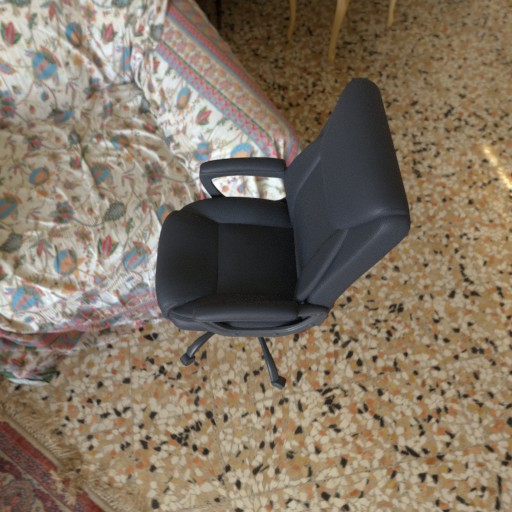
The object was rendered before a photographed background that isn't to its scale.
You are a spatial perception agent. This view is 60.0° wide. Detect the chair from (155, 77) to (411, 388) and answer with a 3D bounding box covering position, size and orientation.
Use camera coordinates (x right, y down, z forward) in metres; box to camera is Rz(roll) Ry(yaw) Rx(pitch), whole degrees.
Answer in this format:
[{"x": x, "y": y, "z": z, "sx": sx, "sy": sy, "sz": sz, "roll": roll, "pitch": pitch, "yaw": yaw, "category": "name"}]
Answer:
[{"x": 0.000, "y": 0.000, "z": 1.458, "sx": 0.655, "sy": 1.072, "sz": 0.615, "roll": -1, "pitch": 60, "yaw": -1, "category": "chair"}]
